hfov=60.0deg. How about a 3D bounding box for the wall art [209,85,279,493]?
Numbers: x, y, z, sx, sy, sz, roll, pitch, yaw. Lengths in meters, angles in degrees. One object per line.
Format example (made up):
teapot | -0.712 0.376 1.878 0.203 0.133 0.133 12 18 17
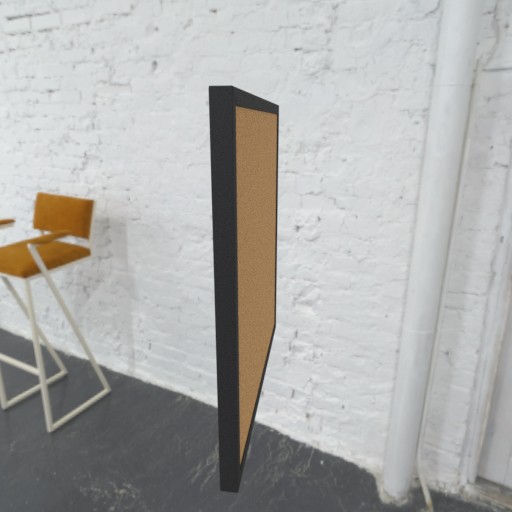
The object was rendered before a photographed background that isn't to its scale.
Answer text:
wall art | 0.000 0.000 1.140 0.037 0.763 0.763 2 17 8
